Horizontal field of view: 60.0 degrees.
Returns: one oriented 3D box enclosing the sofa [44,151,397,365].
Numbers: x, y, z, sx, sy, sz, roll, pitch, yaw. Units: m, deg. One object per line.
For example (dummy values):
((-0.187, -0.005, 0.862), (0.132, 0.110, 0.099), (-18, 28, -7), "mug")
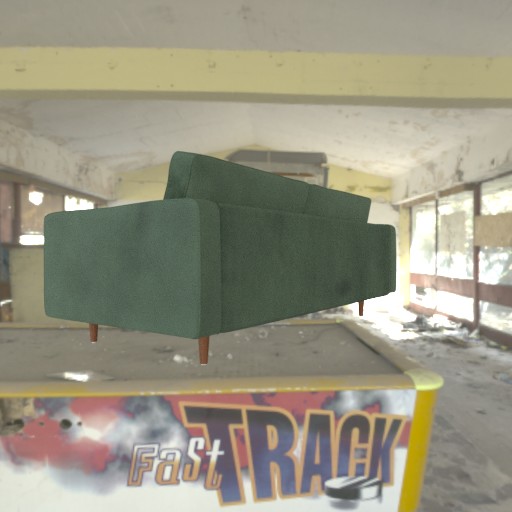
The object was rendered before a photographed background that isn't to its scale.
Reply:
((0.000, 0.000, 2.363), (0.916, 0.772, 1.880), (0, 1, 36), "sofa")
